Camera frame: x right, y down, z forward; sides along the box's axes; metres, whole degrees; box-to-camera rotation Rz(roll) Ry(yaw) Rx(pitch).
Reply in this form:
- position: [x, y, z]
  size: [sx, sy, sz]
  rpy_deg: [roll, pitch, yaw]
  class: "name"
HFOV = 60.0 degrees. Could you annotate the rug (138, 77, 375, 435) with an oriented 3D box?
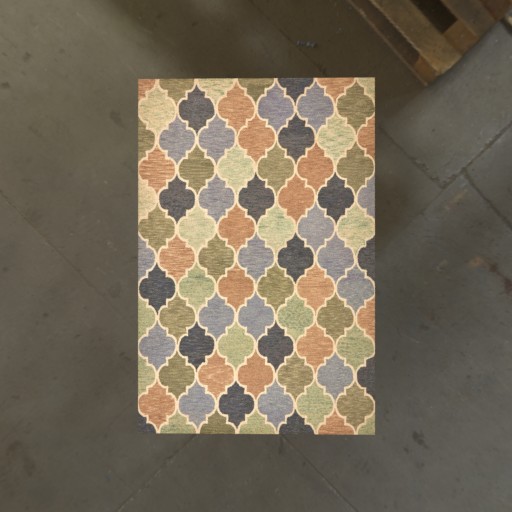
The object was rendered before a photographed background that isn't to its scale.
- position: [0.000, 0.000, 2.281]
  size: [1.216, 0.006, 1.828]
  rpy_deg: [0, 90, 1]
  class: "rug"
